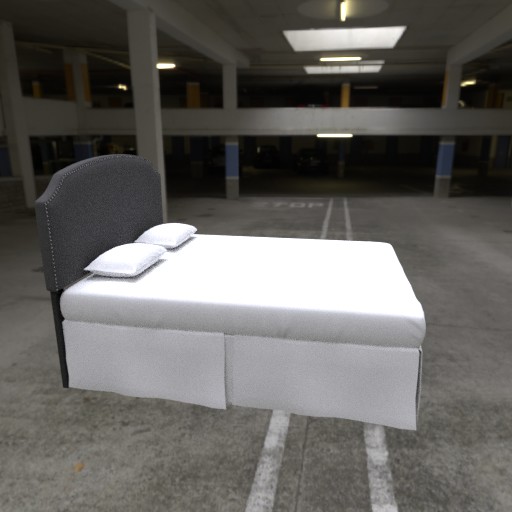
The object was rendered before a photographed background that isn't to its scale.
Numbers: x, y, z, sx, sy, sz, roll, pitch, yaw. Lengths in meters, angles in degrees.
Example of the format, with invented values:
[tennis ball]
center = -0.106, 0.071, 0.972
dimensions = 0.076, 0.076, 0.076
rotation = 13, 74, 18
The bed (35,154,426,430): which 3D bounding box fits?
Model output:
[bed]
center = 0.000, 0.000, 2.892
dimensions = 1.999, 1.270, 1.558
rotation = 3, 16, 10
